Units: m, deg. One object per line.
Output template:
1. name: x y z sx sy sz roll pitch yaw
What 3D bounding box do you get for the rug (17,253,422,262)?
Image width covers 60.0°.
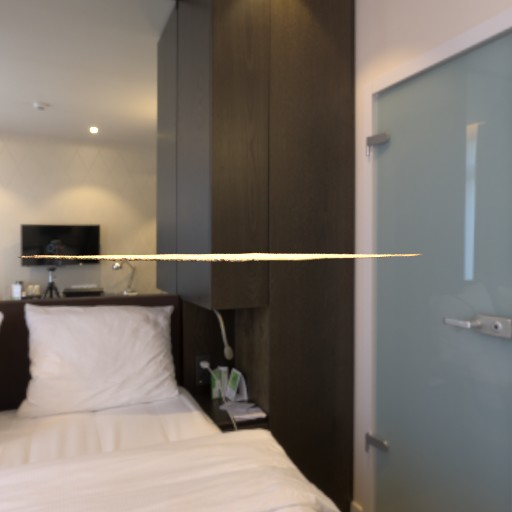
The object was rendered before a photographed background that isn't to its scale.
1. rug: 0.000 0.000 2.309 1.218 0.017 1.861 1 1 35
